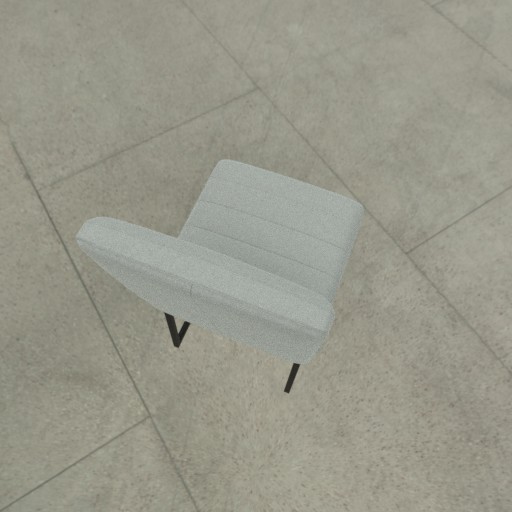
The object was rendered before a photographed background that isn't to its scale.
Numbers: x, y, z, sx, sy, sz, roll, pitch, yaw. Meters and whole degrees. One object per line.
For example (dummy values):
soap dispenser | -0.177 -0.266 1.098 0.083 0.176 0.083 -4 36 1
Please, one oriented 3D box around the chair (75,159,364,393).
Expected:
chair | 0.000 0.000 1.324 0.520 0.930 0.634 20 65 10
